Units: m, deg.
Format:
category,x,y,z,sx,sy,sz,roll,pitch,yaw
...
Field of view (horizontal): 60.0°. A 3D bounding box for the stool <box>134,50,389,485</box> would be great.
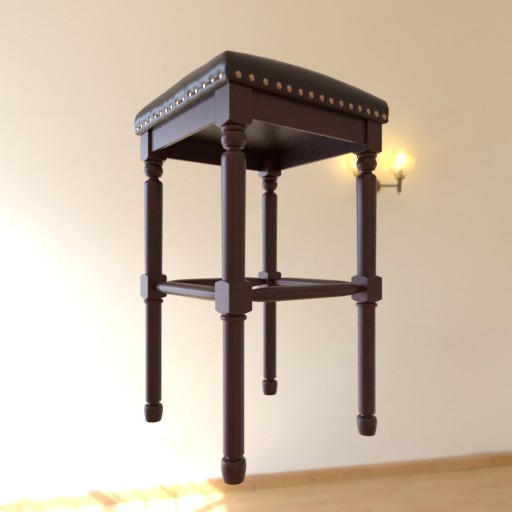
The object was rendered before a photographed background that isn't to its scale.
category,x,y,z,sx,sy,sz,roll,pitch,yaw
stool,0.000,0.000,0.915,0.383,0.702,0.382,0,0,-36
